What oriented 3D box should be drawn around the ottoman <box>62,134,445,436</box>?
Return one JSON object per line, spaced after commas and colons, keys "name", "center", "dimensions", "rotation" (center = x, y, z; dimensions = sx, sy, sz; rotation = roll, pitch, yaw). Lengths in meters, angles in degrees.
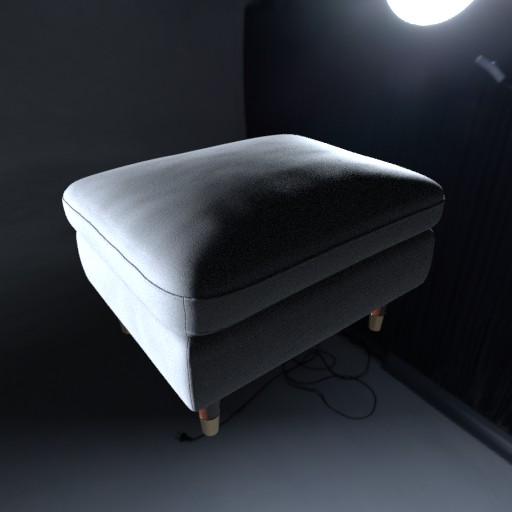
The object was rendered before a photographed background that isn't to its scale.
{"name": "ottoman", "center": [0.000, 0.000, 1.121], "dimensions": [0.747, 0.478, 0.593], "rotation": [-22, 37, -32]}
